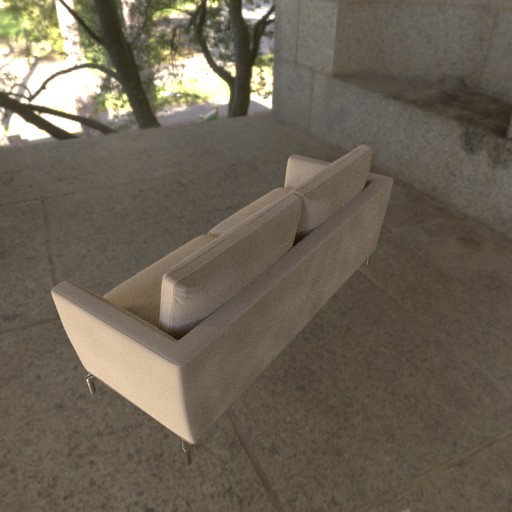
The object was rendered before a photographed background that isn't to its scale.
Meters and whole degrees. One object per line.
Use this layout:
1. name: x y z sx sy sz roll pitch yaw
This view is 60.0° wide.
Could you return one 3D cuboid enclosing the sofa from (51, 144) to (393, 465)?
1. sofa: 0.000 0.000 2.769 0.868 1.005 2.214 21 39 29
